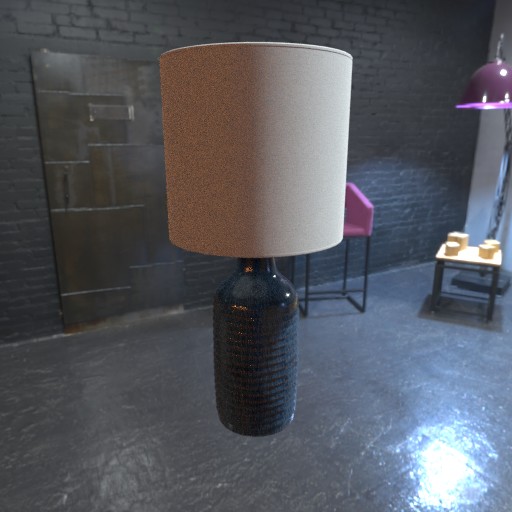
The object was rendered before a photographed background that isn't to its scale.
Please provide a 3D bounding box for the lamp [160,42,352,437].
[{"bbox_3d":[0.000,0.000,0.582,0.220,0.475,0.220,-8,17,-25],"label":"lamp"}]
